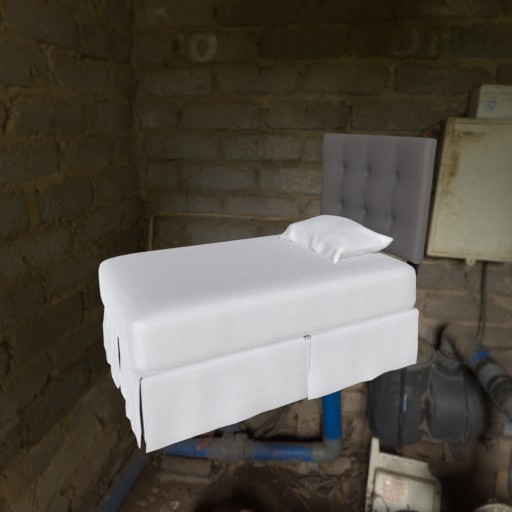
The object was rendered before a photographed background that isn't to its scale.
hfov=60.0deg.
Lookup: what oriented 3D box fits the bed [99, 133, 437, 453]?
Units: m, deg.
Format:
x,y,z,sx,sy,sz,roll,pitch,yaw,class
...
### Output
x,y,z,sx,sy,sz,roll,pitch,yaw,class
0.000,0.000,3.040,1.997,1.571,1.261,-8,19,-25,bed
